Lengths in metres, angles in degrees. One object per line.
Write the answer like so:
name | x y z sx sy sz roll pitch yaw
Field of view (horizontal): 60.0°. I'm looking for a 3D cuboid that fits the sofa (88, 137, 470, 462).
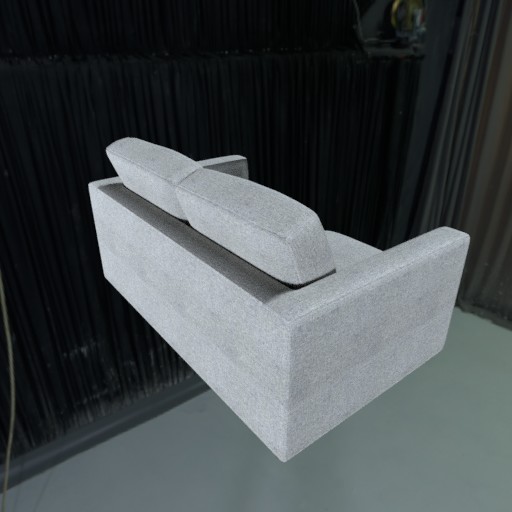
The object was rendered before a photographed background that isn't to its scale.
sofa | 0.000 0.000 2.082 0.969 0.973 1.527 -20 33 -33
